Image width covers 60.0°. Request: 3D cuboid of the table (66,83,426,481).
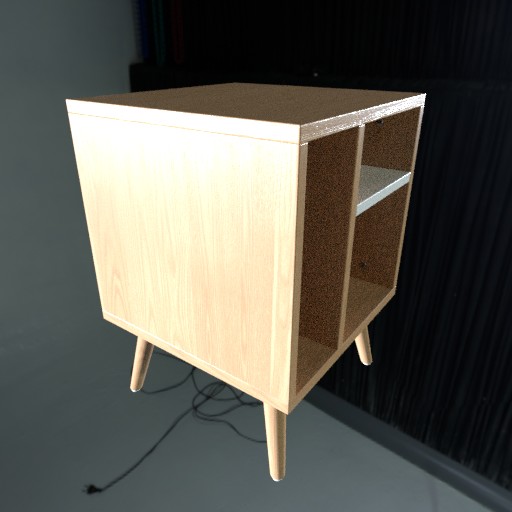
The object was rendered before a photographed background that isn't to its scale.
[{"bbox_3d":[0.000,0.000,0.807,0.400,0.550,0.400,17,30,32],"label":"table"}]
